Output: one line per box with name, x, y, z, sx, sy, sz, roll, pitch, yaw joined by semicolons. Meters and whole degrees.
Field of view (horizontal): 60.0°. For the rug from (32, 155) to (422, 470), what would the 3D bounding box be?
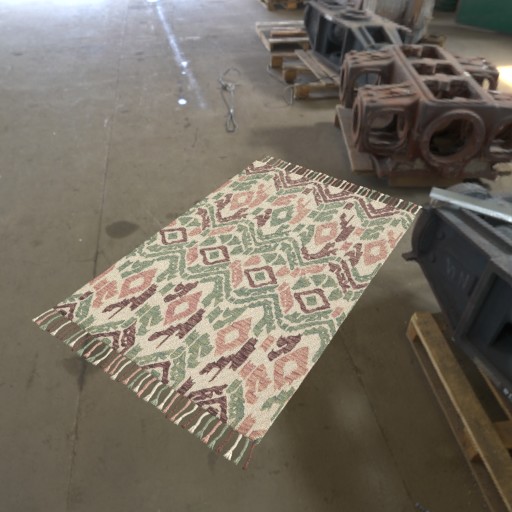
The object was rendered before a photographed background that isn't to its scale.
rug;0.000;0.000;3.011;1.524;0.011;2.438;24;47;25
